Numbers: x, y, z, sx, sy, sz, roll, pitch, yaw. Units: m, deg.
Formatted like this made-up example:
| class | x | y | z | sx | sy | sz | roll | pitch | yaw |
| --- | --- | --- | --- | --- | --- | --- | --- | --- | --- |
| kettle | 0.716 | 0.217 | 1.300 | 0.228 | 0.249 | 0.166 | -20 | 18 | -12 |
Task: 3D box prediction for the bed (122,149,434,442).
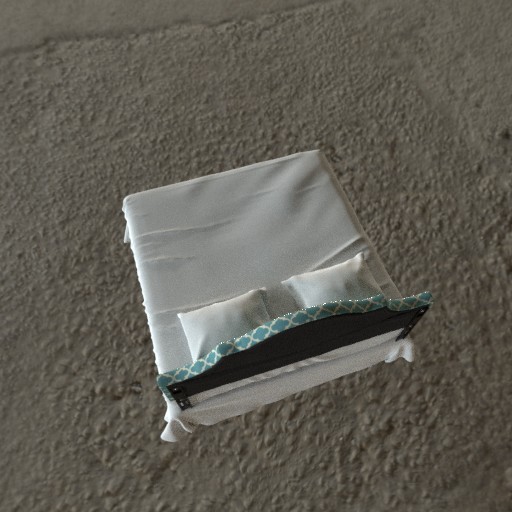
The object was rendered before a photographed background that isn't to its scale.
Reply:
| class | x | y | z | sx | sy | sz | roll | pitch | yaw |
| --- | --- | --- | --- | --- | --- | --- | --- | --- | --- |
| bed | 0.000 | 0.000 | 3.782 | 2.314 | 1.601 | 2.222 | -15 | 60 | -9 |
